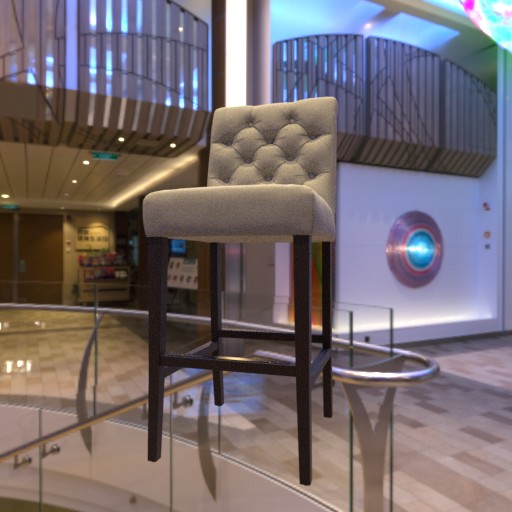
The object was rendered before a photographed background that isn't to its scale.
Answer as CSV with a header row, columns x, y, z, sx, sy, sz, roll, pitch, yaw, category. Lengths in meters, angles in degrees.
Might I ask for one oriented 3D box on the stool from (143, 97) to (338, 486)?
x,y,z,sx,sy,sz,roll,pitch,yaw,category
0.000,0.000,1.430,0.493,1.140,0.601,0,0,17,stool
